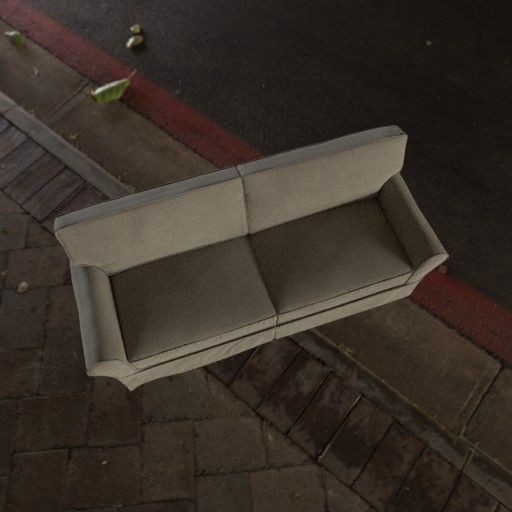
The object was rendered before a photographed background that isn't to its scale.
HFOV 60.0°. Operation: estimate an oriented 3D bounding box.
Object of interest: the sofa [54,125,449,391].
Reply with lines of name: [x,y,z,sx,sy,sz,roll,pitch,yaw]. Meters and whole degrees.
sofa: [0.000,0.000,2.812,2.246,1.014,0.900,-17,65,-8]
